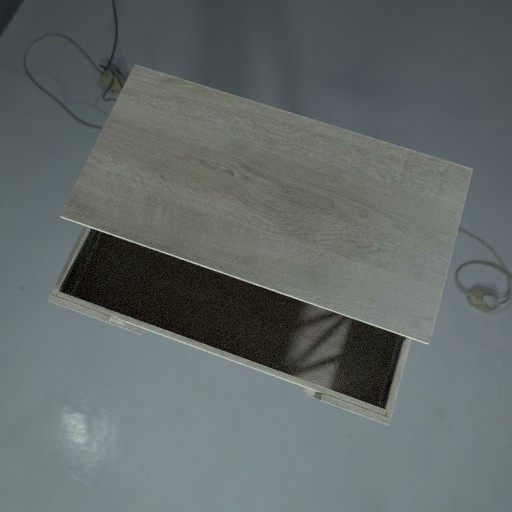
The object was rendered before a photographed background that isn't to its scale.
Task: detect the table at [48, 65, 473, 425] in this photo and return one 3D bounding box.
[{"bbox_3d":[0.000,0.000,1.435,1.000,0.570,0.711,19,76,5],"label":"table"}]
